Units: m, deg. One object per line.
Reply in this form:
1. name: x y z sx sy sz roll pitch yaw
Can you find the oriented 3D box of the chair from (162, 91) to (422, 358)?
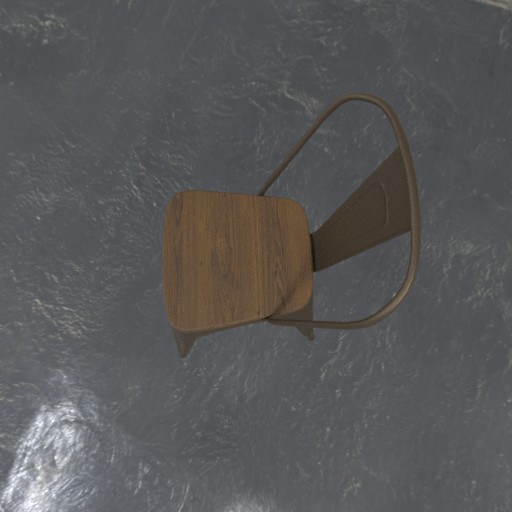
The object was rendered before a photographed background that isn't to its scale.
1. chair: 0.000 0.000 1.128 0.532 0.844 0.451 -3 75 -1
